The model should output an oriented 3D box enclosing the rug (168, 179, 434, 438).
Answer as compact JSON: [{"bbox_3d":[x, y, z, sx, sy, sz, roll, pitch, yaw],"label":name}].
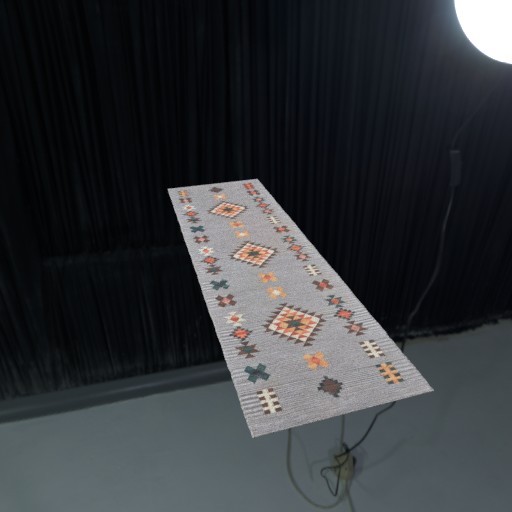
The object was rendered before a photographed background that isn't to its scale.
[{"bbox_3d":[0.000,0.000,2.689,0.766,0.008,2.432,-9,32,-14],"label":"rug"}]
